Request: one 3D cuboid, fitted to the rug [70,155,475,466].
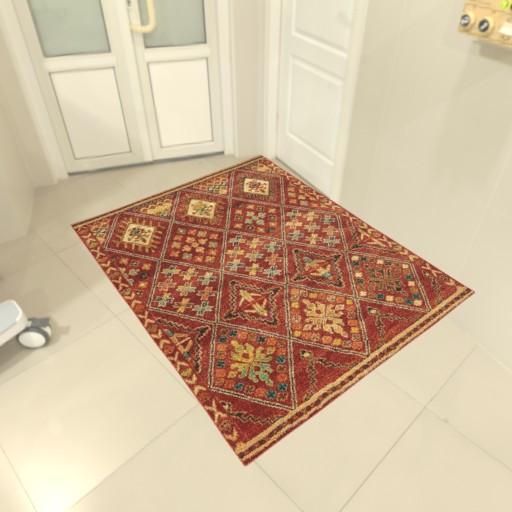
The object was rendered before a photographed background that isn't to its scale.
[{"bbox_3d":[0.000,0.000,4.224,2.489,0.030,3.086,-27,48,-27],"label":"rug"}]
